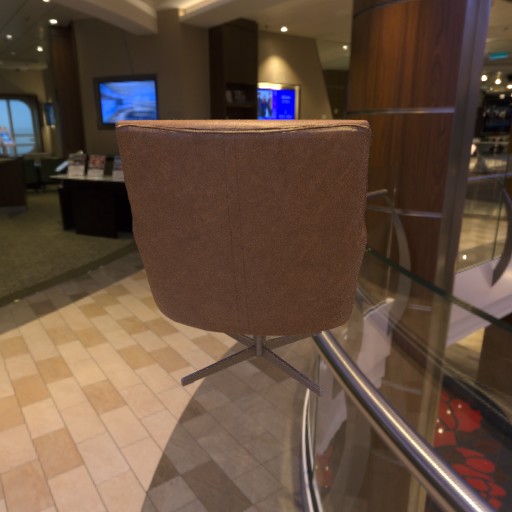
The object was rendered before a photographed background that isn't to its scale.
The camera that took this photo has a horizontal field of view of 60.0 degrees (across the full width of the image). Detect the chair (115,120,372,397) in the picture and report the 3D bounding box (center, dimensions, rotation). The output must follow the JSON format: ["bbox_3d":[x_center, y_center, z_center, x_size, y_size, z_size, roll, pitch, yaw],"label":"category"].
[{"bbox_3d":[0.000,0.000,1.499,0.729,0.869,0.874,2,16,7],"label":"chair"}]
